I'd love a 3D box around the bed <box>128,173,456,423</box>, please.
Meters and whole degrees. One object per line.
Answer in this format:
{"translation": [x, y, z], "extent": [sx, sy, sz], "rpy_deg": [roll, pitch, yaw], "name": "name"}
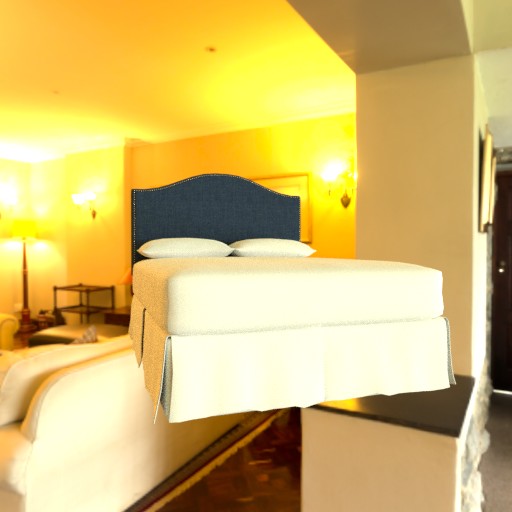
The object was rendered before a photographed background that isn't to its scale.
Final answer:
{"translation": [0.000, 0.000, 3.224], "extent": [1.713, 1.518, 2.153], "rpy_deg": [0, 1, -20], "name": "bed"}
